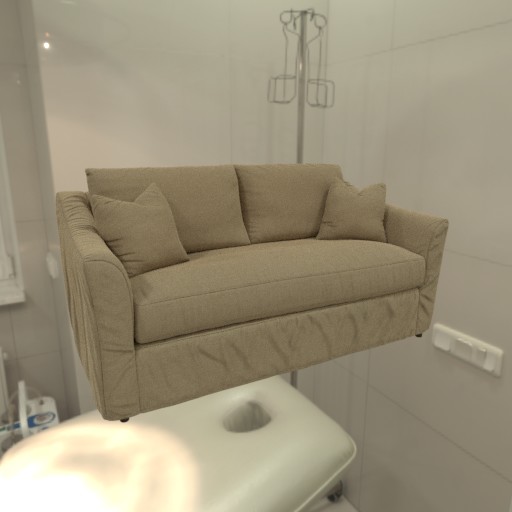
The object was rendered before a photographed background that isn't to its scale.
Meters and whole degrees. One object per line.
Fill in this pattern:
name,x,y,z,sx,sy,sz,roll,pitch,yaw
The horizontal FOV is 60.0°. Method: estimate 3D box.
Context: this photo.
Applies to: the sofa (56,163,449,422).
sofa,0.000,0.000,2.569,2.010,1.018,1.072,-8,17,-27
